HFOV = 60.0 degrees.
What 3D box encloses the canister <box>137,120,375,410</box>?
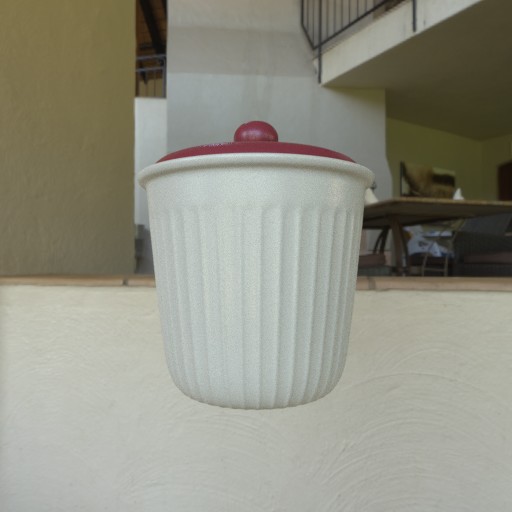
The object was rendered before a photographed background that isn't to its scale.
[{"bbox_3d":[0.000,0.000,0.348,0.181,0.211,0.181,0,-1,0],"label":"canister"}]
